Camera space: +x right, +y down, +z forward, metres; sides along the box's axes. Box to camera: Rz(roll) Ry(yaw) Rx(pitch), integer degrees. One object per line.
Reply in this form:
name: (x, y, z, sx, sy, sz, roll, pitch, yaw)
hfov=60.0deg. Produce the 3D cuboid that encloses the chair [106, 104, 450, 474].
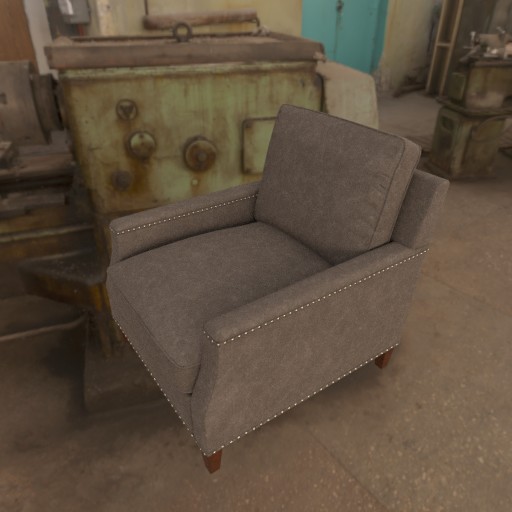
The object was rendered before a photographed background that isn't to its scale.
chair: (0.000, 0.000, 1.700, 1.014, 0.948, 0.853, -20, 36, -29)
